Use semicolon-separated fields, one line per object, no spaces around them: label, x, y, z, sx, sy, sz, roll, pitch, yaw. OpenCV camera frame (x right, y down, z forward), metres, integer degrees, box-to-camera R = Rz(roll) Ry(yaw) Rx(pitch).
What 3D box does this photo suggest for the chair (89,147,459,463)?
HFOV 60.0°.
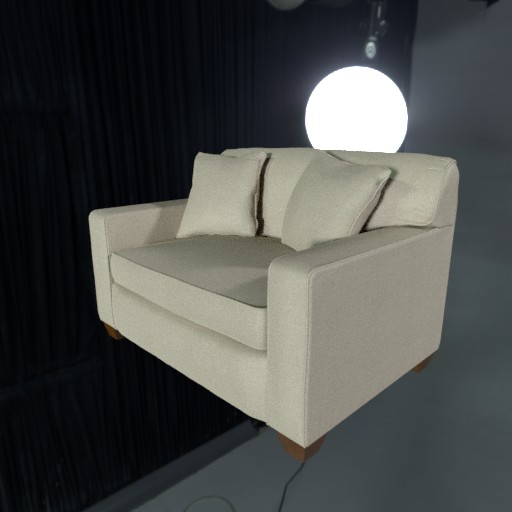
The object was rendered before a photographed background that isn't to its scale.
chair;0.000;0.000;2.016;1.000;0.948;1.383;-15;21;-42
